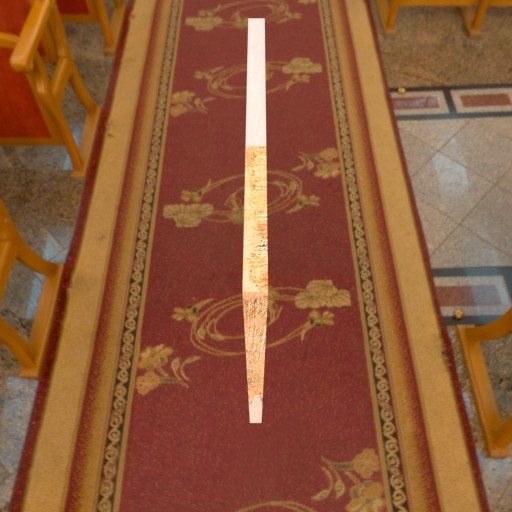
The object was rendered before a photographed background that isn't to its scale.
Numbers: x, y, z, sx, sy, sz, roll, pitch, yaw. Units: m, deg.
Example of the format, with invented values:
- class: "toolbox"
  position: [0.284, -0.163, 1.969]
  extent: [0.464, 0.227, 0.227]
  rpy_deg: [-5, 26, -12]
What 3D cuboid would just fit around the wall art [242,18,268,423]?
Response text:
- class: "wall art"
  position: [0.000, 0.000, 0.805]
  extent: [0.026, 0.613, 0.458]
  rpy_deg: [0, 58, 0]
